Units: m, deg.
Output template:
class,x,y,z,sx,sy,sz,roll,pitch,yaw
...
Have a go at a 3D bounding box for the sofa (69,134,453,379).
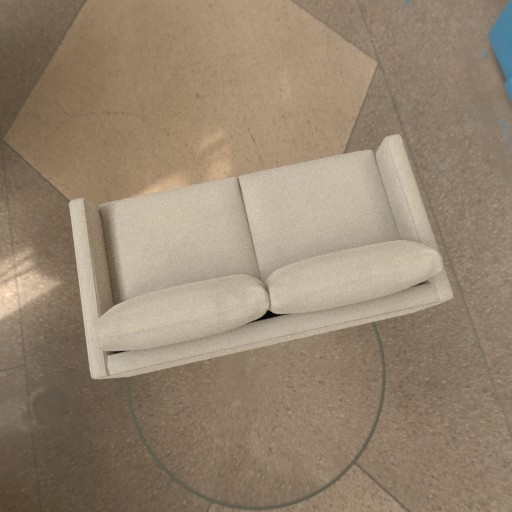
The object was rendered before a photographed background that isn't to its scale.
class,x,y,z,sx,sy,sz,roll,pitch,yaw
sofa,0.000,0.000,2.255,1.682,0.840,0.875,-12,76,-3
